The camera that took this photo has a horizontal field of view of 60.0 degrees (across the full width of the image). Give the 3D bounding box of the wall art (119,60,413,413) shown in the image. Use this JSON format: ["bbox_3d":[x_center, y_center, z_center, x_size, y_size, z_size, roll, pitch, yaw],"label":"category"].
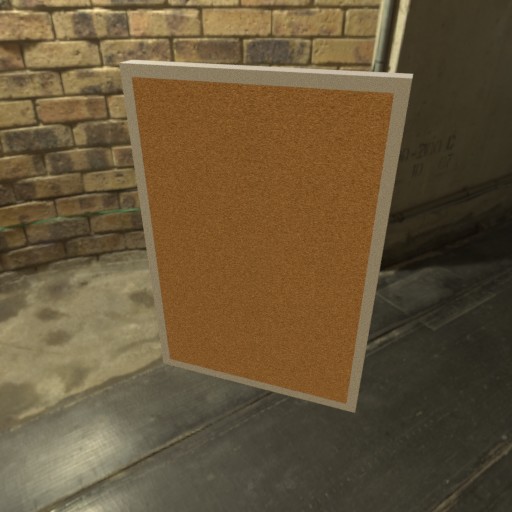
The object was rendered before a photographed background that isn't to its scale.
[{"bbox_3d":[0.000,0.000,0.833,0.450,0.657,0.038,10,32,16],"label":"wall art"}]
